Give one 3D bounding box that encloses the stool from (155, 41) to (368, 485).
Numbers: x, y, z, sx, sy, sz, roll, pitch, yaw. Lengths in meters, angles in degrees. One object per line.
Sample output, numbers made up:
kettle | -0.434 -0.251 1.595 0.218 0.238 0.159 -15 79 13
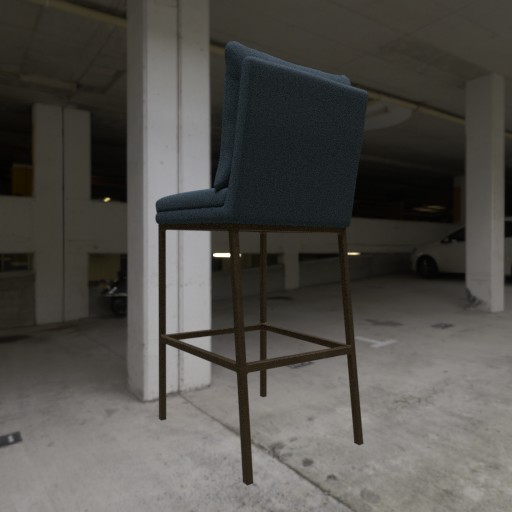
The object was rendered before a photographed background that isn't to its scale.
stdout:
stool | 0.000 0.000 1.423 0.463 1.124 0.568 -1 1 -34
